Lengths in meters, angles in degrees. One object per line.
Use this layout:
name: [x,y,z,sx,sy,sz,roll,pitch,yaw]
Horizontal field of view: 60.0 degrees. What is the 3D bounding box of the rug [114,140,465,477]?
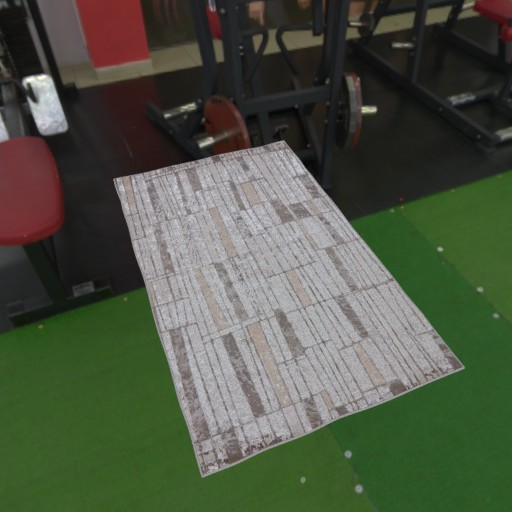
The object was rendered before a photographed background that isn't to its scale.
rug: [0.000,0.000,3.036,1.531,0.023,2.444,-16,49,-15]
